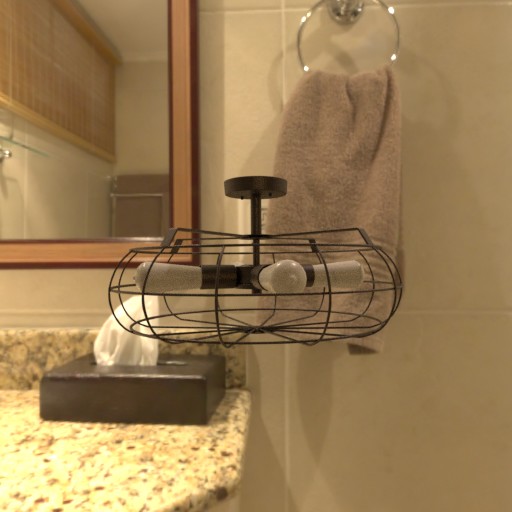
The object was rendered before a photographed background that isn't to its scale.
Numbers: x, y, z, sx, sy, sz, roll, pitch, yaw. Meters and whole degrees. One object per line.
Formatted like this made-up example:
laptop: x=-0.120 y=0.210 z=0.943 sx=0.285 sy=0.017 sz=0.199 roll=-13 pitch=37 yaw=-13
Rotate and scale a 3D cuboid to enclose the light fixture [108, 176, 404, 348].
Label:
light fixture: x=0.000 y=0.000 z=0.920 sx=0.582 sy=0.311 sz=0.582 roll=0 pitch=0 yaw=0
